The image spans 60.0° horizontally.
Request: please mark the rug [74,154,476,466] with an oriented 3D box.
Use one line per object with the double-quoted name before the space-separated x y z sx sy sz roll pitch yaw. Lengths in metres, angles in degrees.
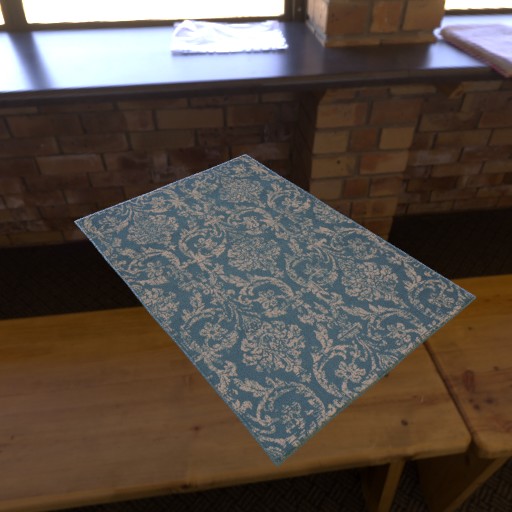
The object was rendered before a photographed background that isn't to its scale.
"rug" 0.000 0.000 2.882 1.554 0.012 2.205 -28 49 -28
